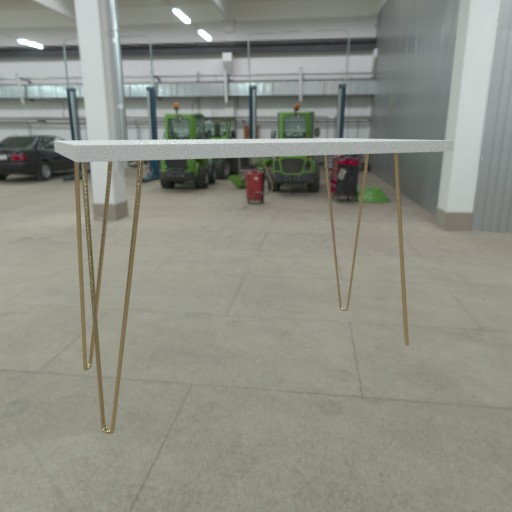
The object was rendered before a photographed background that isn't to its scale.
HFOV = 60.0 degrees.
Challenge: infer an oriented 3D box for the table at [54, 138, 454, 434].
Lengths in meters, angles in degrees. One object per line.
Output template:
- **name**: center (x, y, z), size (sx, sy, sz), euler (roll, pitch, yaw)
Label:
- **table**: center (0.000, 0.000, 1.310), size (0.991, 0.660, 0.498), euler (-8, 18, -27)
